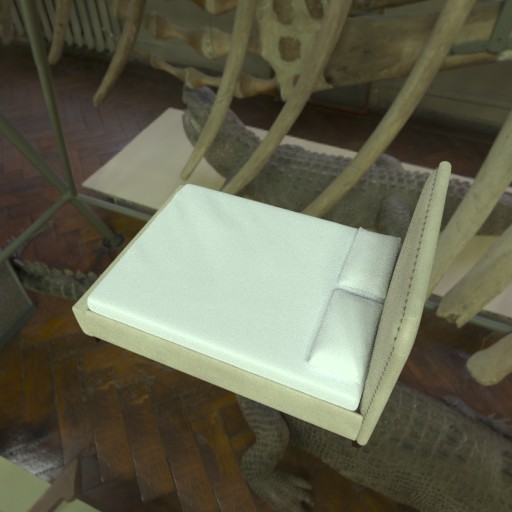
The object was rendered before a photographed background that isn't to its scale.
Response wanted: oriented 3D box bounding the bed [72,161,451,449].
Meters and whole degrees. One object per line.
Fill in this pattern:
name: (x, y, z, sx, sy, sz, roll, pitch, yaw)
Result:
bed: (0.000, 0.000, 3.416, 2.372, 1.443, 1.712, 17, 49, 16)
